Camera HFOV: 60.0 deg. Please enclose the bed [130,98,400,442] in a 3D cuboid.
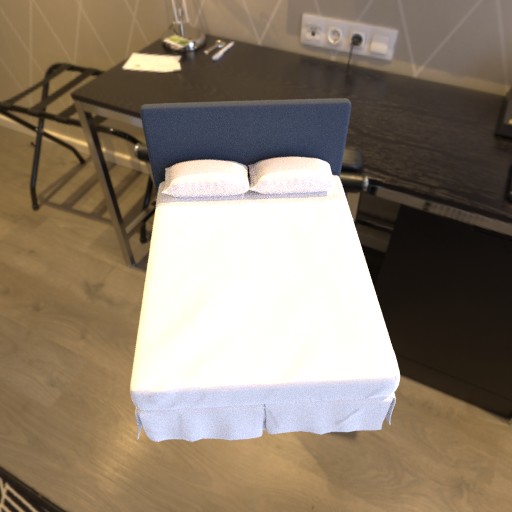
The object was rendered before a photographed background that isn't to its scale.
[{"bbox_3d":[0.000,0.000,3.229,1.713,1.330,2.162,-3,47,-2],"label":"bed"}]
